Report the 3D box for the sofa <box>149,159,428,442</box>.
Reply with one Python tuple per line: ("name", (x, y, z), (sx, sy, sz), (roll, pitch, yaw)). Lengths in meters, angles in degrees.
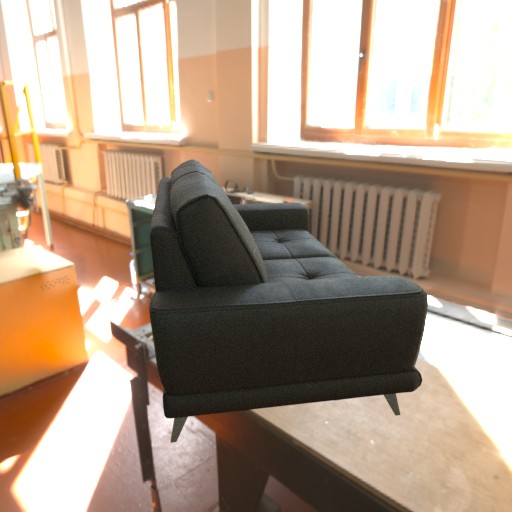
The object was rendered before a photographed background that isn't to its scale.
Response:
("sofa", (0.000, 0.000, 2.370), (1.018, 0.907, 1.806), (-3, 18, -9))
